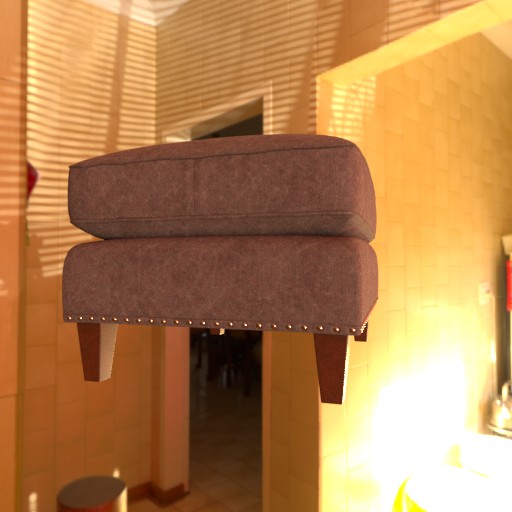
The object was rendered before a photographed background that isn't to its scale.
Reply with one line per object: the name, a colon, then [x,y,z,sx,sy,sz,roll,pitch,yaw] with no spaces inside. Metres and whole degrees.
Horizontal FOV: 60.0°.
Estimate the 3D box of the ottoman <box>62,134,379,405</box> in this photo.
ottoman: [0.000,0.000,1.139,0.584,0.513,0.741,0,-1,18]
